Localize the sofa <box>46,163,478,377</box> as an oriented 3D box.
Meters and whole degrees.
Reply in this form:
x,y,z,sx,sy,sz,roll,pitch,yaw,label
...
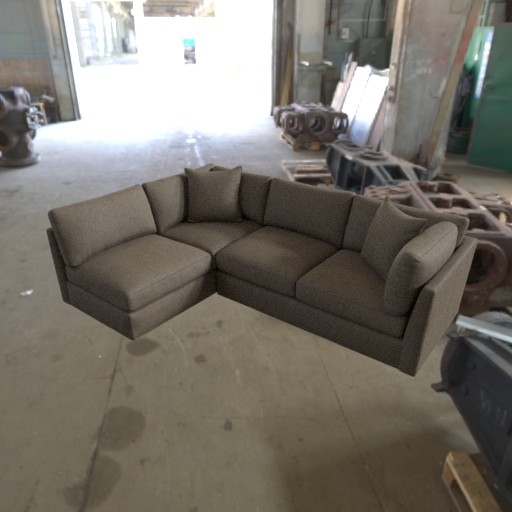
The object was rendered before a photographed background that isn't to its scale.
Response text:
x,y,z,sx,sy,sz,roll,pitch,yaw,label
0.000,0.000,3.658,2.896,0.978,1.994,18,31,33,sofa
